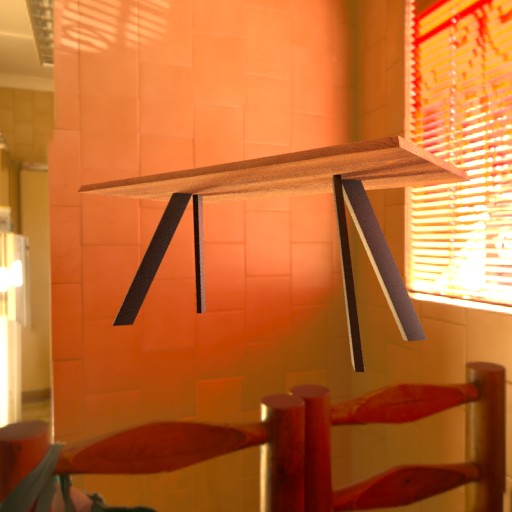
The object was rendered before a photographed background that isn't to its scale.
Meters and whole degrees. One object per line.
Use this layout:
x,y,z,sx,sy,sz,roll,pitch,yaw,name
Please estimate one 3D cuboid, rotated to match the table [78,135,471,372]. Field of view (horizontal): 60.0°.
0.000,0.000,2.242,1.800,0.770,0.900,1,1,38,table
